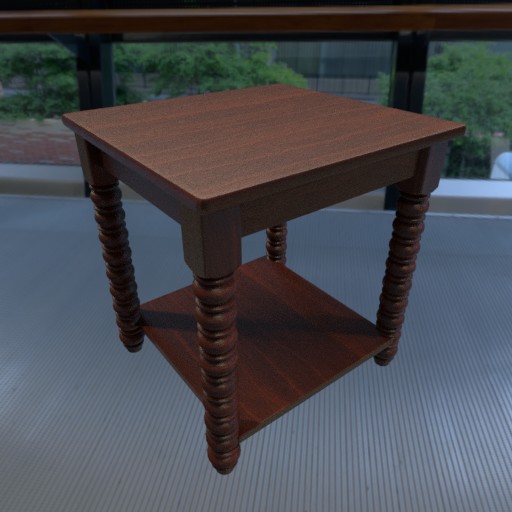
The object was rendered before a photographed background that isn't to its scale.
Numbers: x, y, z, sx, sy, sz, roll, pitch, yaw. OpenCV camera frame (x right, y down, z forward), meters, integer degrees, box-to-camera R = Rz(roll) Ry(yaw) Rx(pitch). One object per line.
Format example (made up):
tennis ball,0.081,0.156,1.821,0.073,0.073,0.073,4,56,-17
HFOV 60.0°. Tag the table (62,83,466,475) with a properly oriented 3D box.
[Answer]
table,0.000,0.000,0.932,0.533,0.567,0.500,-21,37,-31
